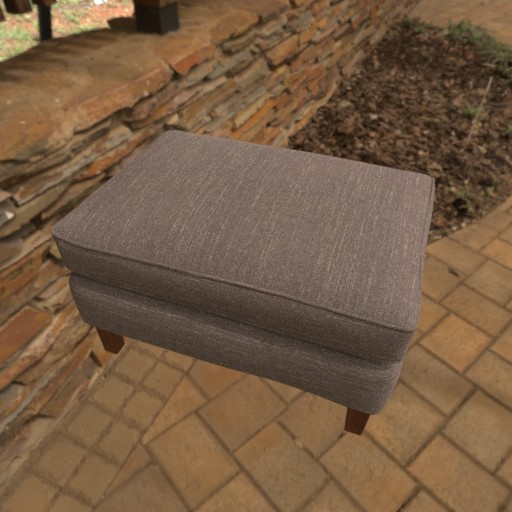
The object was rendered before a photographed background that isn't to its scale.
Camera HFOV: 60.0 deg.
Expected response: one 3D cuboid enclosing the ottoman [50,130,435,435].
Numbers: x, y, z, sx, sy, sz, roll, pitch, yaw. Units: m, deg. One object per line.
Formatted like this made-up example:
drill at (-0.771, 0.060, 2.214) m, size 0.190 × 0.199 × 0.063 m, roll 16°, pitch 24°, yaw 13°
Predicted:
ottoman at (0.000, 0.000, 0.991) m, size 0.686 × 0.406 × 0.508 m, roll 14°, pitch 43°, yaw 15°
